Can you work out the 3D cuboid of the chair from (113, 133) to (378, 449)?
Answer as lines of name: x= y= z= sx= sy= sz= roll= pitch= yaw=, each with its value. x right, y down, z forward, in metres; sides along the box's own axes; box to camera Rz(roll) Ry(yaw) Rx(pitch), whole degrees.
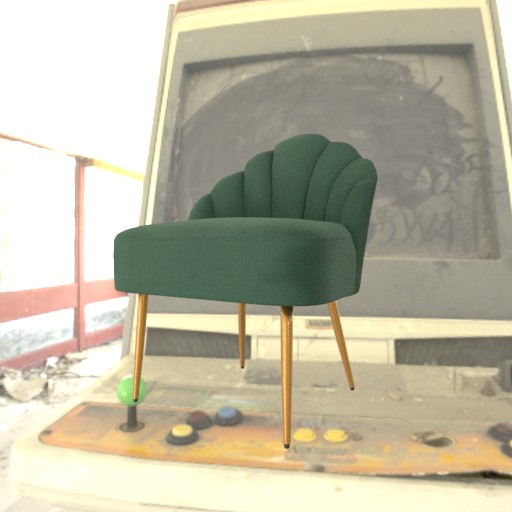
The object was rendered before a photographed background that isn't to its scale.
chair: x=0.000 y=0.000 z=1.288 sx=0.657 sy=0.819 sz=0.599 roll=1 pitch=1 yaw=35
